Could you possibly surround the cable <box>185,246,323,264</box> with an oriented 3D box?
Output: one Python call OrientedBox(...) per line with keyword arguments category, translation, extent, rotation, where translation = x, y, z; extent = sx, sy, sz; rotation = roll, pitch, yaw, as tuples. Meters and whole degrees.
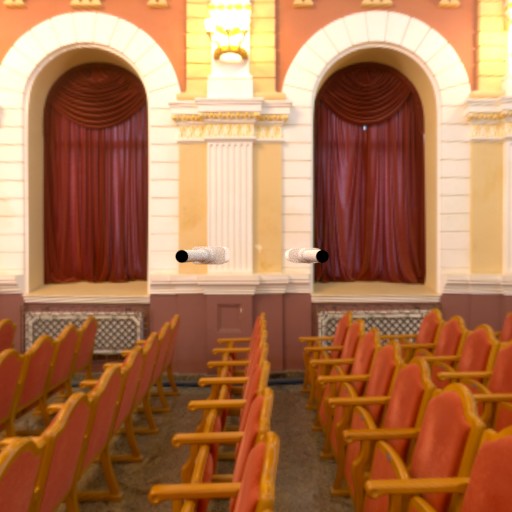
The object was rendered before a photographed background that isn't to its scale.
OrientedBox(category="cable", translation=(0.000, 0.000, 0.112), extent=(0.040, 0.006, 0.098), rotation=(0, 0, 1))
